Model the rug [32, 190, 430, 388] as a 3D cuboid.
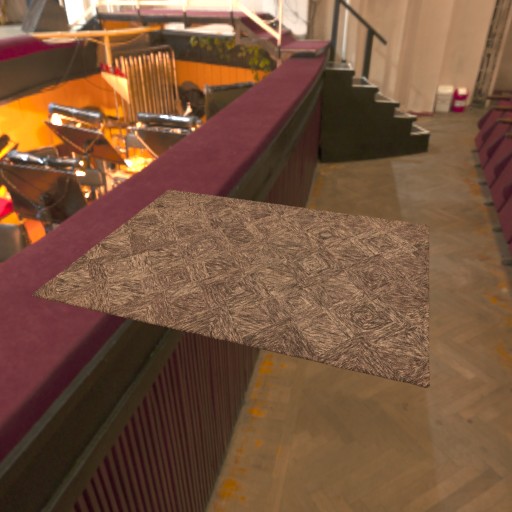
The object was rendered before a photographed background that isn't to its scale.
[{"bbox_3d":[0.000,0.000,4.306,3.204,0.017,2.448,10,32,16],"label":"rug"}]
